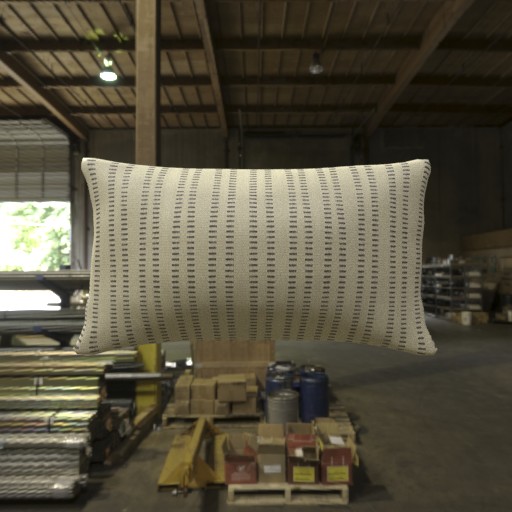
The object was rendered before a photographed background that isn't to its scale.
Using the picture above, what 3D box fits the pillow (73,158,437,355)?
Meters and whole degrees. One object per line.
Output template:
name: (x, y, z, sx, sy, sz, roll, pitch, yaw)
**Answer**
pillow: (0.000, 0.000, 0.802, 0.640, 0.353, 0.210, 0, -2, -1)
